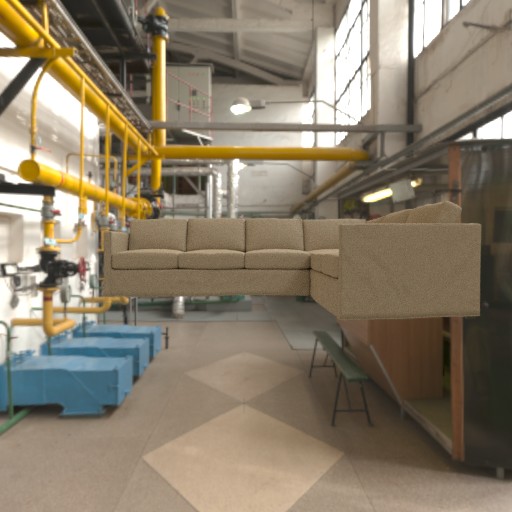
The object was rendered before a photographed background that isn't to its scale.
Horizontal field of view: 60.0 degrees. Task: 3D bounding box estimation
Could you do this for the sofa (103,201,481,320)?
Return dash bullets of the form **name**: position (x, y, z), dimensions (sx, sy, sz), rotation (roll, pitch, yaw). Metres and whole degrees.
- **sofa**: position (0.000, 0.000, 4.330), dimensions (3.182, 0.871, 2.432), rotation (0, 1, -1)
